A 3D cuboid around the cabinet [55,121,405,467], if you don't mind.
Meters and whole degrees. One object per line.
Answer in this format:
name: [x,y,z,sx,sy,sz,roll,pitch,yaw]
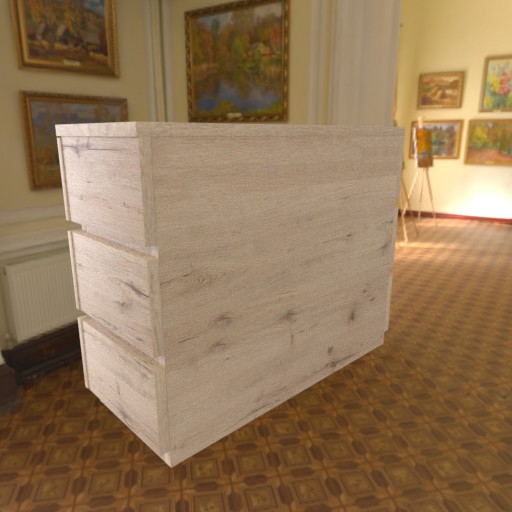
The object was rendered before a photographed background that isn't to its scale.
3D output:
cabinet: [0.000,0.000,1.458,1.040,0.820,0.420,-14,21,-42]
